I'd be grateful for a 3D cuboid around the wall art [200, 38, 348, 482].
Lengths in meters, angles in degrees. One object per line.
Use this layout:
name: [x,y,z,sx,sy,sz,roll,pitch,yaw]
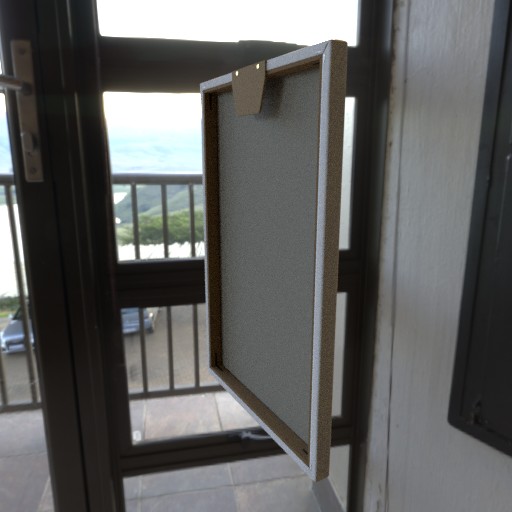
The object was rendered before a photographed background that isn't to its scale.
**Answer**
wall art: [0.000,0.000,1.149,0.048,0.916,0.602,-7,15,-29]
